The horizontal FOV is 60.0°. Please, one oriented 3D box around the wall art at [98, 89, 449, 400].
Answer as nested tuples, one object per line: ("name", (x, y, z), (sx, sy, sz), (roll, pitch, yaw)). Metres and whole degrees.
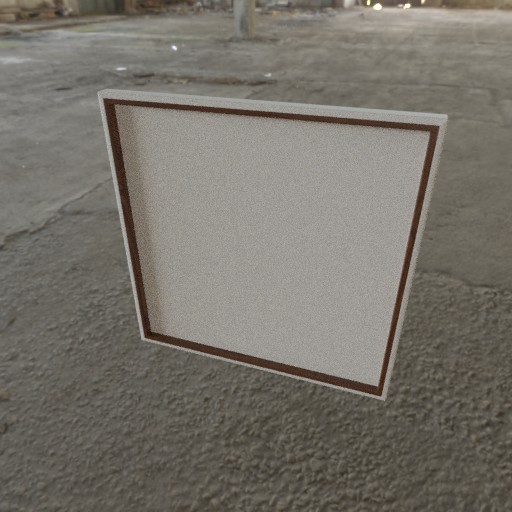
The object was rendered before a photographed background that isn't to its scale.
("wall art", (0.000, 0.000, 1.125), (0.757, 0.757, 0.037), (10, 33, 16))
